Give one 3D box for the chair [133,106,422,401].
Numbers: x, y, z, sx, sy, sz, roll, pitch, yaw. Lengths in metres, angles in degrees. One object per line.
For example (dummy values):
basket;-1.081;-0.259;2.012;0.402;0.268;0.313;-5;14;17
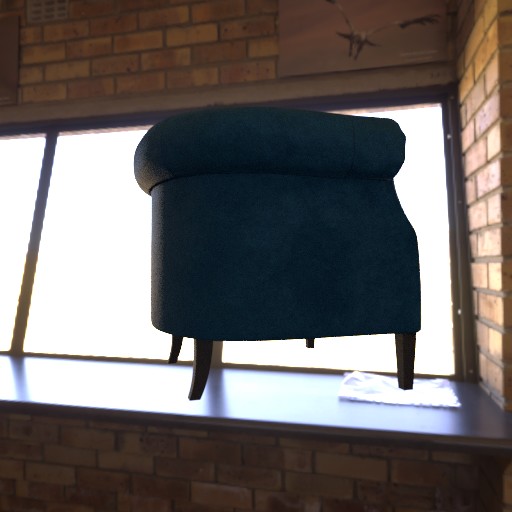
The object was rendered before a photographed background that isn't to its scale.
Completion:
chair;0.000;0.000;1.585;0.851;0.826;0.904;0;-1;-18
